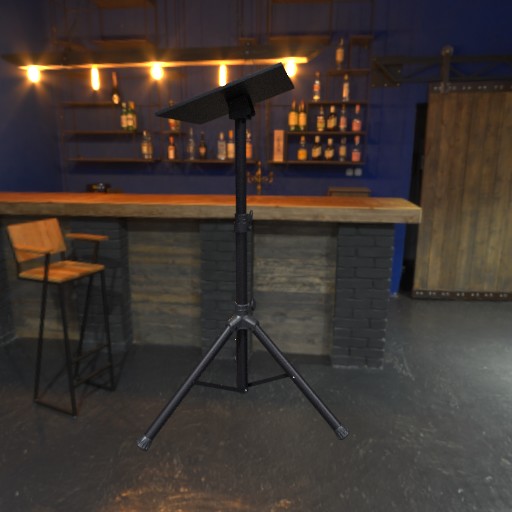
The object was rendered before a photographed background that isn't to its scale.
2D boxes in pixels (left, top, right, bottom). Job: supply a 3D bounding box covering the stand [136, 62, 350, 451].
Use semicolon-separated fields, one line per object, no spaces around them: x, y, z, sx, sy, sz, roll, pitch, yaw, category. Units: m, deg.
0.000;0.000;1.597;0.702;1.198;0.702;2;14;9;stand
